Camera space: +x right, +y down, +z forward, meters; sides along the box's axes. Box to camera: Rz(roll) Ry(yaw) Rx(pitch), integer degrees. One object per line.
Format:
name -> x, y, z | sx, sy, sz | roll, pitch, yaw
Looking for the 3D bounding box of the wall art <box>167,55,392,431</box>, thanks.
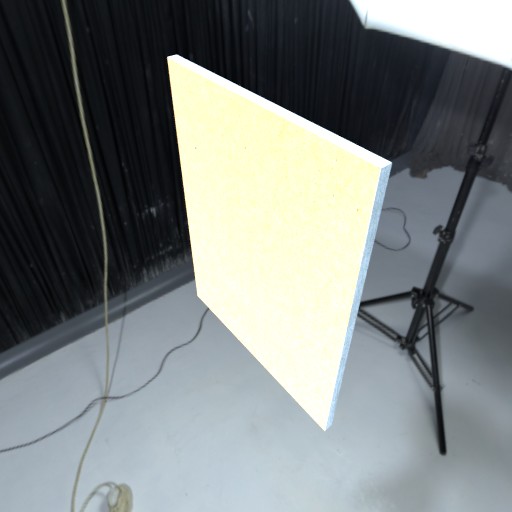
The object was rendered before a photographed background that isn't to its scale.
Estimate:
wall art -> 0.000, 0.000, 0.849 | 0.020, 0.613, 0.481 | -28, 49, -27
